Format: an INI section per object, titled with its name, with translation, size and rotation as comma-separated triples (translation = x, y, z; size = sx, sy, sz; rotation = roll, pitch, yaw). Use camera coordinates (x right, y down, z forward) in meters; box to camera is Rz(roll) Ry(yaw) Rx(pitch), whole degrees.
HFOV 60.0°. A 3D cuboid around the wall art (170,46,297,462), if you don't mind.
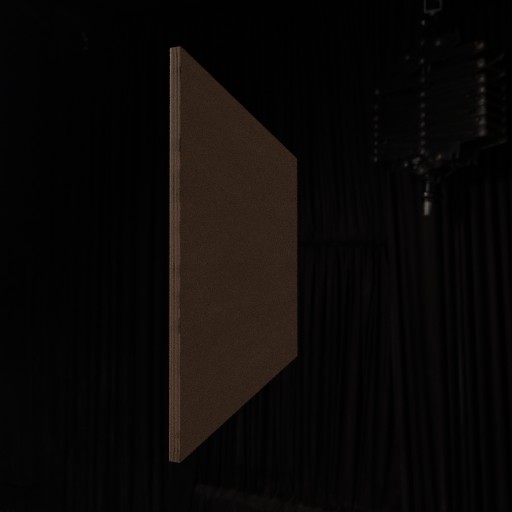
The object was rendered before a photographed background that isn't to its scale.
[wall art]
translation = 0.000, 0.000, 0.677
size = 0.012, 0.408, 0.508
rotation = 0, -1, 18
